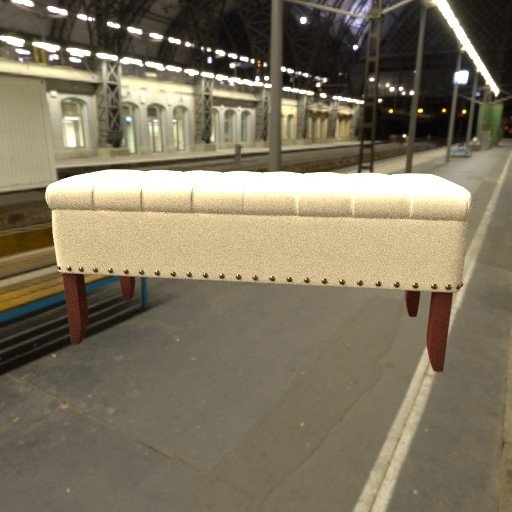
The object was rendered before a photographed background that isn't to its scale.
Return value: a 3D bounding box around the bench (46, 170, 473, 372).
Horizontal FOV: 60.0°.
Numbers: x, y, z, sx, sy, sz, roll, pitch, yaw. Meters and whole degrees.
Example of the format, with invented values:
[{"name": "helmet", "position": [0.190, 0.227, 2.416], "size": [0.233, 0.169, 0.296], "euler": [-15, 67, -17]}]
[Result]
[{"name": "bench", "position": [0.000, 0.000, 1.297], "size": [1.054, 0.470, 0.400], "euler": [2, 16, 8]}]
